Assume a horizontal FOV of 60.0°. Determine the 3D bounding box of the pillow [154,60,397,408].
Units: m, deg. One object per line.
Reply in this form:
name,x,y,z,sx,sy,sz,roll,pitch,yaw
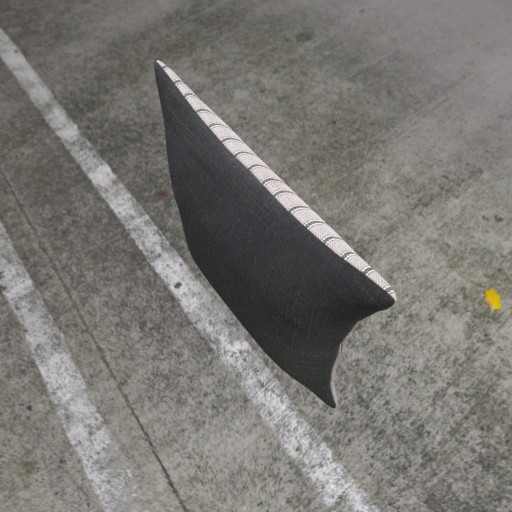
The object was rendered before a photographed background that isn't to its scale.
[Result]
pillow,0.000,0.000,0.708,0.138,0.444,0.468,-32,63,-19
